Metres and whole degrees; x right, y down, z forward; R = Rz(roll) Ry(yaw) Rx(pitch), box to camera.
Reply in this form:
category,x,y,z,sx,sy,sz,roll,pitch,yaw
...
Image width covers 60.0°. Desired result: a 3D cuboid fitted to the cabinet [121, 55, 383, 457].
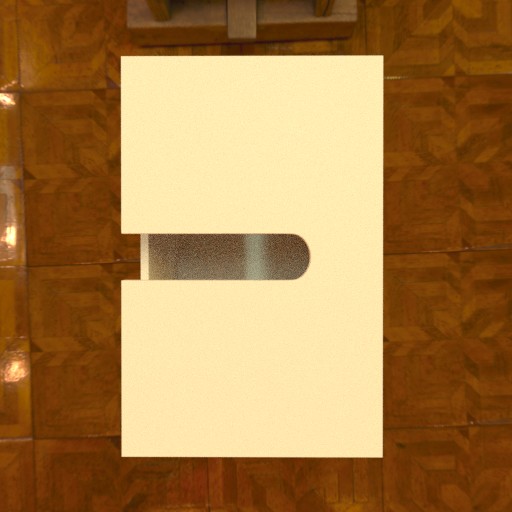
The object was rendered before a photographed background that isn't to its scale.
category,x,y,z,sx,sy,sz,roll,pitch,yaw
cabinet,0.000,0.000,0.923,0.400,0.522,0.600,0,90,0
